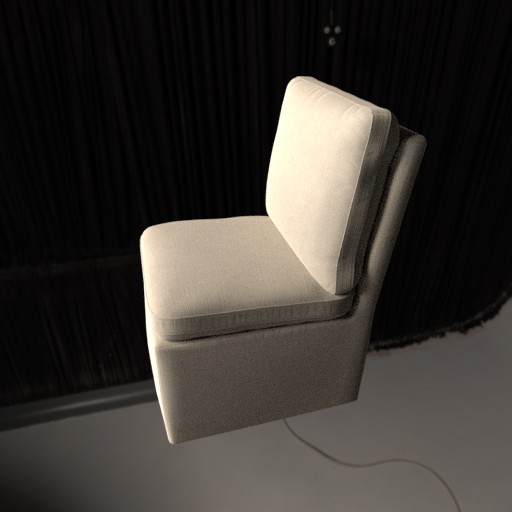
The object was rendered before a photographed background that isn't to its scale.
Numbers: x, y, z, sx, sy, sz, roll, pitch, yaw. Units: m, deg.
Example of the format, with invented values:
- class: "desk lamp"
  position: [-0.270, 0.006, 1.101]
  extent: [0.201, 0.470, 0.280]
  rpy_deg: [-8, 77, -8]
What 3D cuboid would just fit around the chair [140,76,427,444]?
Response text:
- class: "chair"
  position: [0.000, 0.000, 1.328]
  extent: [0.698, 0.927, 0.503]
  rpy_deg: [-8, 32, -13]
